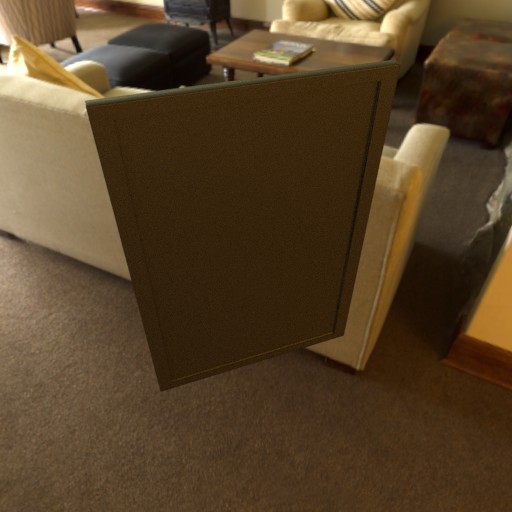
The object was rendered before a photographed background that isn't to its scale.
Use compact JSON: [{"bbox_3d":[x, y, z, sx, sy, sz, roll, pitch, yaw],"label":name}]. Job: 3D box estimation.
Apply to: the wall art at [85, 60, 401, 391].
[{"bbox_3d":[0.000,0.000,0.551,0.303,0.431,0.013,-14,43,-15],"label":"wall art"}]
